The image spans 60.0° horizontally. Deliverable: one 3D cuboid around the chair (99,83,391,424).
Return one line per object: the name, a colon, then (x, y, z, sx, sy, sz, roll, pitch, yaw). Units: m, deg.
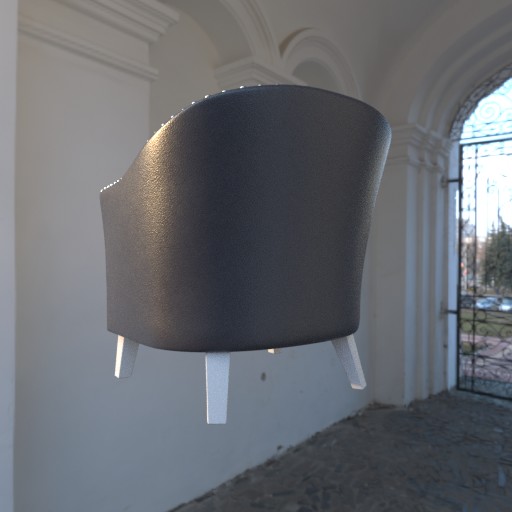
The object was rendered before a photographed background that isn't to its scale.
chair: (0.000, 0.000, 1.405, 0.794, 0.823, 0.748, 0, 0, -35)
